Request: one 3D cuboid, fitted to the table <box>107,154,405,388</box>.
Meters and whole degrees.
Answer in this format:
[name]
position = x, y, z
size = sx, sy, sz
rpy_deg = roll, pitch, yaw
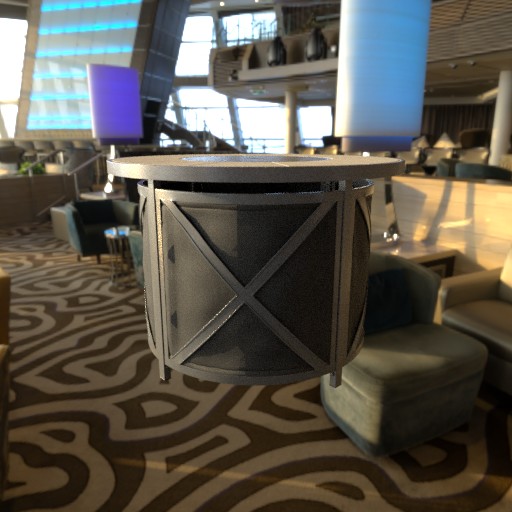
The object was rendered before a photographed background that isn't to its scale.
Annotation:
[table]
position = 0.000, 0.000, 1.510
size = 0.914, 0.650, 0.914
rpy_deg = 0, 15, 0
